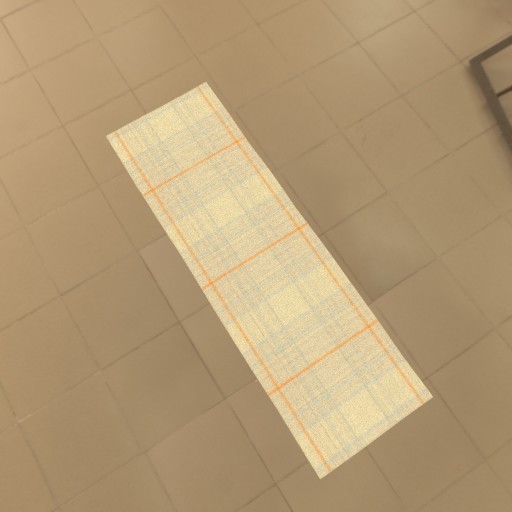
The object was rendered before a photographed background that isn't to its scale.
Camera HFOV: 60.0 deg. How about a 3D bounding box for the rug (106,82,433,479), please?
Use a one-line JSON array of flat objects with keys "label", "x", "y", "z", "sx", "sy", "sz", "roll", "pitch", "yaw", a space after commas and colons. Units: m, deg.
[{"label": "rug", "x": 0.000, "y": 0.000, "z": 2.689, "sx": 0.770, "sy": 0.016, "sz": 2.442, "roll": -32, "pitch": 77, "yaw": -8}]
